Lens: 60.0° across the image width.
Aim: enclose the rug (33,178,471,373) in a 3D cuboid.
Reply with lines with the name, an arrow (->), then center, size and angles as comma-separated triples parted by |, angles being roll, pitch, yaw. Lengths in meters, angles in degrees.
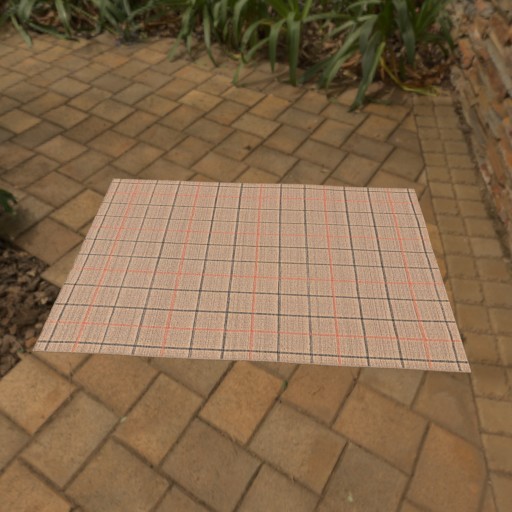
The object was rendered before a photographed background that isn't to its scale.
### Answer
rug -> 0.000, 0.000, 2.265 | 1.829, 0.013, 1.220 | 2, 46, 2
